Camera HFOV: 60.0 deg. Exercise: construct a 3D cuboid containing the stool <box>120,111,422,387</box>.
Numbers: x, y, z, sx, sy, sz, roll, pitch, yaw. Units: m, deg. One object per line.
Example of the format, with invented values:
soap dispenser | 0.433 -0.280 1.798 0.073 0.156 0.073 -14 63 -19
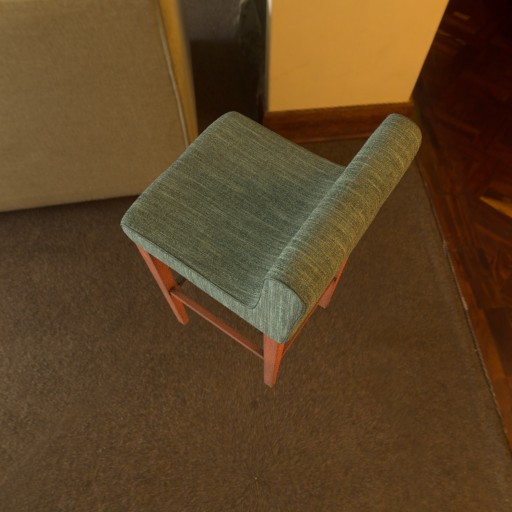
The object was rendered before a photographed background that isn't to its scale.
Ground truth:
stool | 0.000 0.000 1.233 0.499 0.965 0.426 32 68 15
